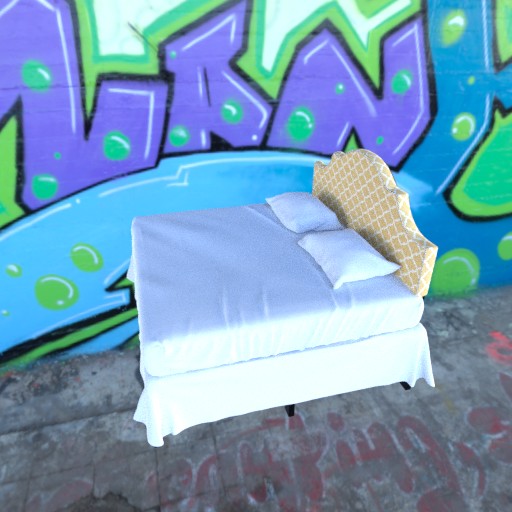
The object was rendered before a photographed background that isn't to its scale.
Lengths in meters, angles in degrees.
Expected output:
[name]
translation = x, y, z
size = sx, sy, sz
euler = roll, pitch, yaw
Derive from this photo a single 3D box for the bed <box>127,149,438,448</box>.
[bed]
translation = 0.000, 0.000, 3.700
size = 2.222, 1.601, 2.314
euler = -8, 30, -14
